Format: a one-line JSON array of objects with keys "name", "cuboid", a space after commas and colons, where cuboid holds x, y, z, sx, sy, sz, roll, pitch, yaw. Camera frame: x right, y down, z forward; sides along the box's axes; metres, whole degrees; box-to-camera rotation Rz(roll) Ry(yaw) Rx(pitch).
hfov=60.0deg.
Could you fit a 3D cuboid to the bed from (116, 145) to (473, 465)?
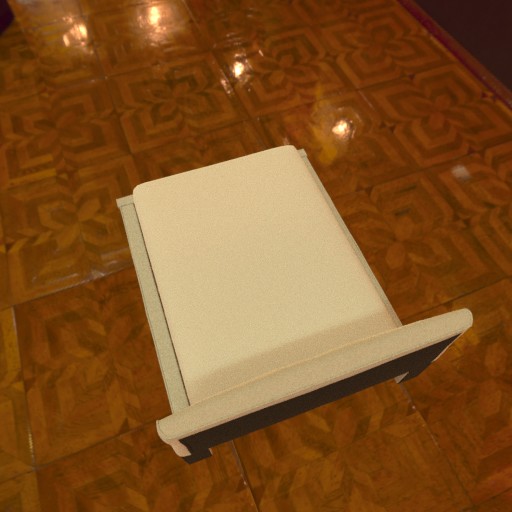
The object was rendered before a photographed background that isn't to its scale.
[{"name": "bed", "cuboid": [0.000, 0.000, 3.327, 1.840, 1.067, 2.368, -17, 60, -10]}]
